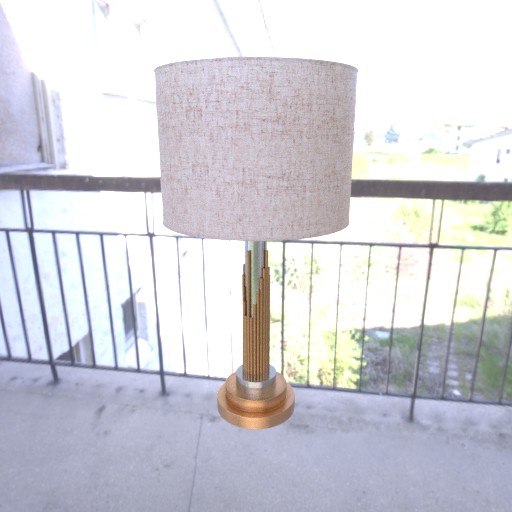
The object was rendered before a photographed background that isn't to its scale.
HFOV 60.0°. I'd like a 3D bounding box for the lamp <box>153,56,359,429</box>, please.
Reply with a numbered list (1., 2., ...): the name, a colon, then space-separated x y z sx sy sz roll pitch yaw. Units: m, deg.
1. lamp: 0.000 0.000 0.793 0.321 0.610 0.321 3 16 10
